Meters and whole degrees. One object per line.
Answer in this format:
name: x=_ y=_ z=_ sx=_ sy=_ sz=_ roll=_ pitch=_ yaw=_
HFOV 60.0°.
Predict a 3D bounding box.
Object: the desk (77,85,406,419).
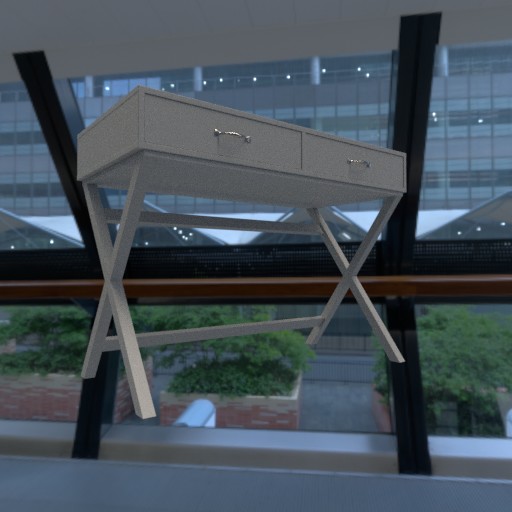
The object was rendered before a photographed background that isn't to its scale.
desk: x=0.000 y=0.000 z=1.540 sx=1.057 sy=0.780 sz=0.525 roll=1 pitch=-1 yaw=-37
